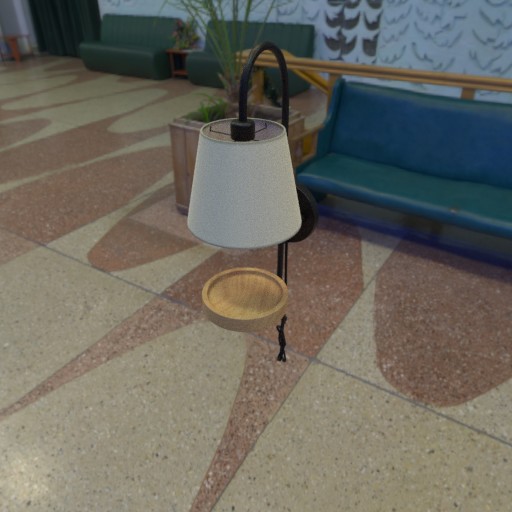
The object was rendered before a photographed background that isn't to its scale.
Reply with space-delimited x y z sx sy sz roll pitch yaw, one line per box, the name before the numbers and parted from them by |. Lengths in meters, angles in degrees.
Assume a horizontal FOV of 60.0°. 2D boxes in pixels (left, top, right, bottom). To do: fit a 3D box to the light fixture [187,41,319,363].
light fixture | 0.000 0.000 0.940 0.220 0.821 0.299 20 37 29
